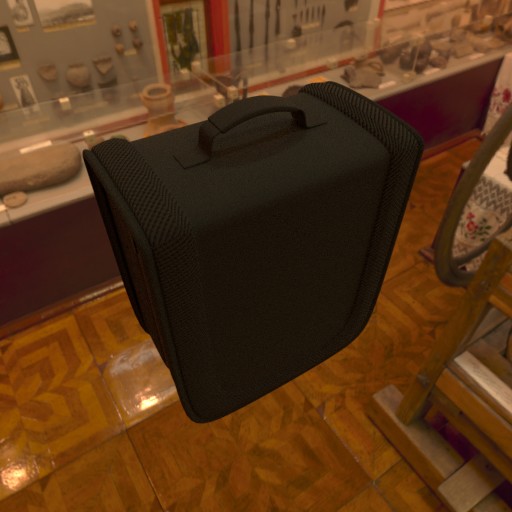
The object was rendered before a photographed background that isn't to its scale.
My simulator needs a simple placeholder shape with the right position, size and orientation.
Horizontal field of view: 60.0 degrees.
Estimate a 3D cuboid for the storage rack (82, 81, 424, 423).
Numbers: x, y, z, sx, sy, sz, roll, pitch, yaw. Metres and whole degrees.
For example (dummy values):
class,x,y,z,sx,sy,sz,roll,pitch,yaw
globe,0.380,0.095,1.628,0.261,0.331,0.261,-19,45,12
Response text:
class,x,y,z,sx,sy,sz,roll,pitch,yaw
storage rack,0.000,0.000,0.538,0.297,0.387,0.168,-23,50,-21
